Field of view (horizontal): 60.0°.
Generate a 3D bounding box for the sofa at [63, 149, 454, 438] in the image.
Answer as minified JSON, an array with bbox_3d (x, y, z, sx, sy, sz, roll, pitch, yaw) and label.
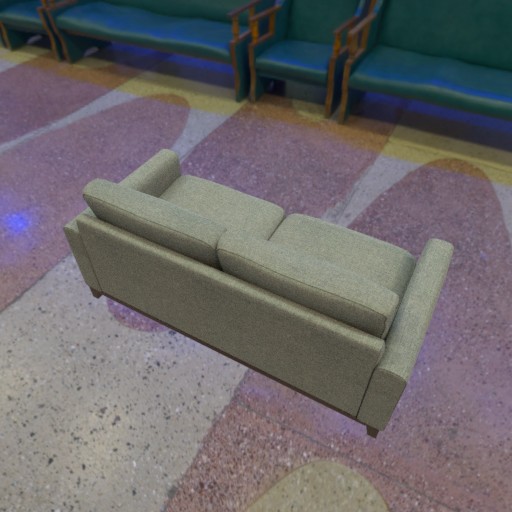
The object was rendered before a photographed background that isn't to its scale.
[{"bbox_3d":[0.000,0.000,2.566,1.978,0.892,0.969,22,50,20],"label":"sofa"}]
